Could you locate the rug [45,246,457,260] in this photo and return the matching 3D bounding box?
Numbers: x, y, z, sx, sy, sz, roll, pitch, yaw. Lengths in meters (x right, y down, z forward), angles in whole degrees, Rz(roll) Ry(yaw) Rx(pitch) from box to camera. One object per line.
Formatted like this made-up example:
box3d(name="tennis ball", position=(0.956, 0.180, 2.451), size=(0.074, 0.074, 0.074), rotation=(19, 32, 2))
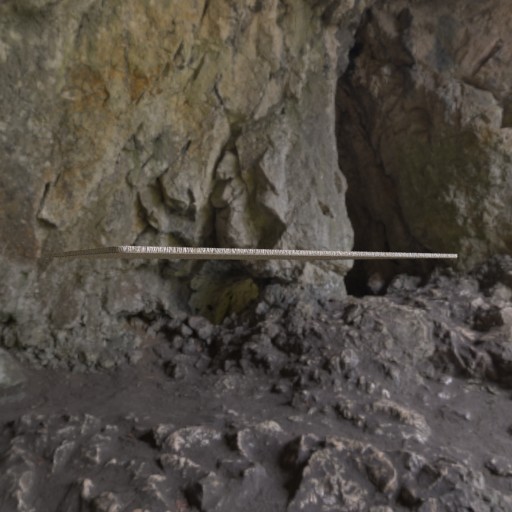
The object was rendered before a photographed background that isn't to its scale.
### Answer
box3d(name="rug", position=(0.000, 0.000, 2.962), size=(2.349, 0.026, 1.500), rotation=(1, -1, -35))
